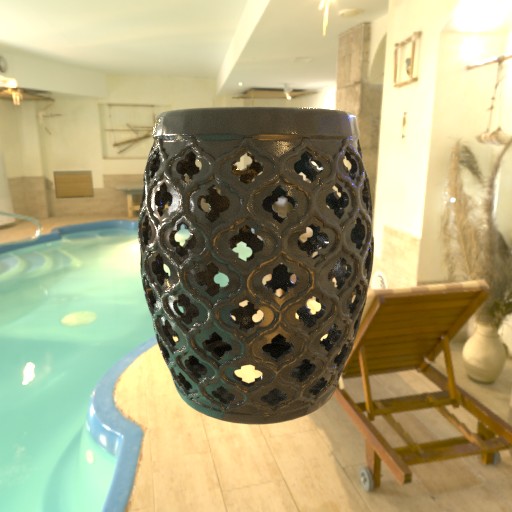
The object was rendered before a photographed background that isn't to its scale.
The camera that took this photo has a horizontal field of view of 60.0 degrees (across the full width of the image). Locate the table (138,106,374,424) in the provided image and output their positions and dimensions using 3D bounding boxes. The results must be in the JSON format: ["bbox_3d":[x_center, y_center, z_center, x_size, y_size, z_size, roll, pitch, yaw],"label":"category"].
[{"bbox_3d":[0.000,0.000,0.636,0.325,0.388,0.325,0,14,0],"label":"table"}]
